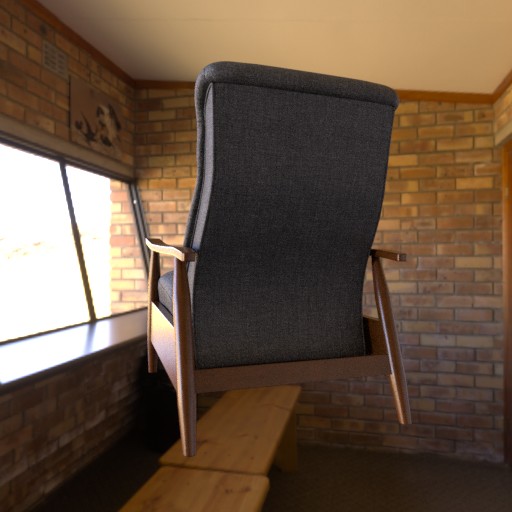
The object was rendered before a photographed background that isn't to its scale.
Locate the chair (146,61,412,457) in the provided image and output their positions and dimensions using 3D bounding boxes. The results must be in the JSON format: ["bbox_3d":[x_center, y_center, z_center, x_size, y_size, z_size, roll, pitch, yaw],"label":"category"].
[{"bbox_3d":[0.000,0.000,1.756,0.762,1.082,1.030,0,-1,-19],"label":"chair"}]
